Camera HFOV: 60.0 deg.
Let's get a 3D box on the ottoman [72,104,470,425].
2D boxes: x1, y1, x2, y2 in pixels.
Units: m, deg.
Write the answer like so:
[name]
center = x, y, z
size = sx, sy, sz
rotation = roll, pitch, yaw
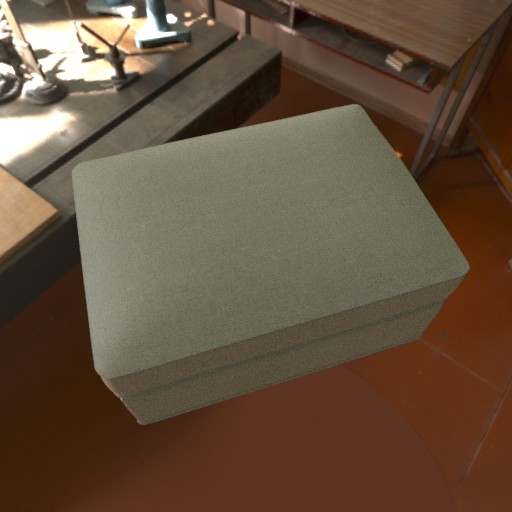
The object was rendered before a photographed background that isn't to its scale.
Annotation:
[ottoman]
center = 0.000, 0.000, 1.242
size = 0.843, 0.504, 0.619
rotation = -15, 58, -9
